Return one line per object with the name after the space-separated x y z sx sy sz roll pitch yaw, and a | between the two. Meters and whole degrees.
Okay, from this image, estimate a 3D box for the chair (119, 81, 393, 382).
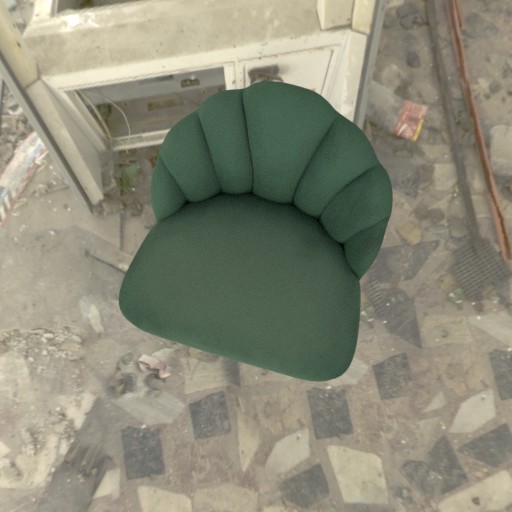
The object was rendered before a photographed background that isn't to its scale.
0.000 0.000 1.286 0.657 0.819 0.599 16 76 4 | chair
